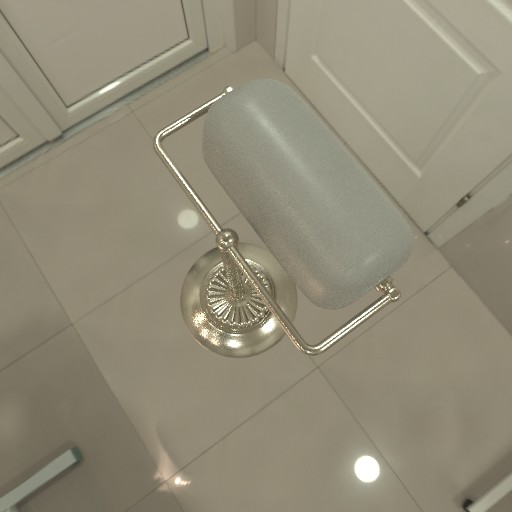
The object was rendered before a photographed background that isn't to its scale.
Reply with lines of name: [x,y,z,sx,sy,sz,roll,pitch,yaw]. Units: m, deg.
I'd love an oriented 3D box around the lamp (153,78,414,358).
lamp: [0.000,0.000,0.521,0.243,0.339,0.264,-34,77,-9]
